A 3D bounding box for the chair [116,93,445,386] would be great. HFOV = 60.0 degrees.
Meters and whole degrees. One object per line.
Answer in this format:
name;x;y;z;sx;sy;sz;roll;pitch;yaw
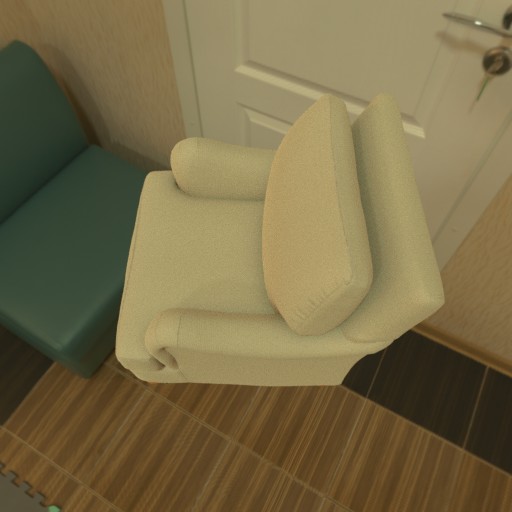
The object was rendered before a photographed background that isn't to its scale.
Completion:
chair;0.000;0.000;1.845;1.070;1.038;0.955;0;58;0
